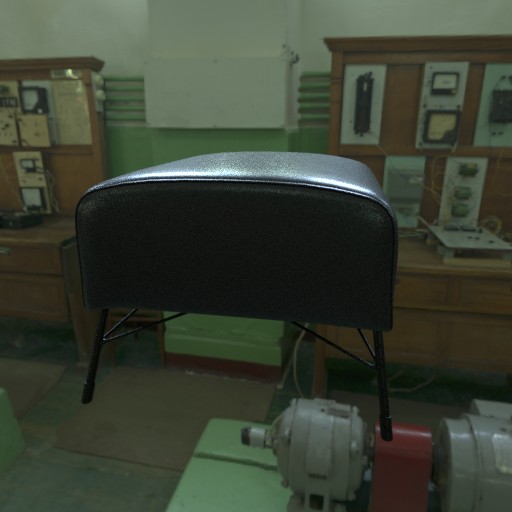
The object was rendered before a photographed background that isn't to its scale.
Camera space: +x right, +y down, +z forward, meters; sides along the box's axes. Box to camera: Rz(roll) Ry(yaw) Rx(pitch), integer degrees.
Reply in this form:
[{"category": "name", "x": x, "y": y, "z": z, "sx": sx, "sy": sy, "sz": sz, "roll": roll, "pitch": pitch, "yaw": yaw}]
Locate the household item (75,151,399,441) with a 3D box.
[{"category": "household item", "x": 0.000, "y": 0.000, "z": 0.917, "sx": 0.530, "sy": 0.410, "sz": 0.530, "roll": 3, "pitch": 17, "yaw": 10}]
